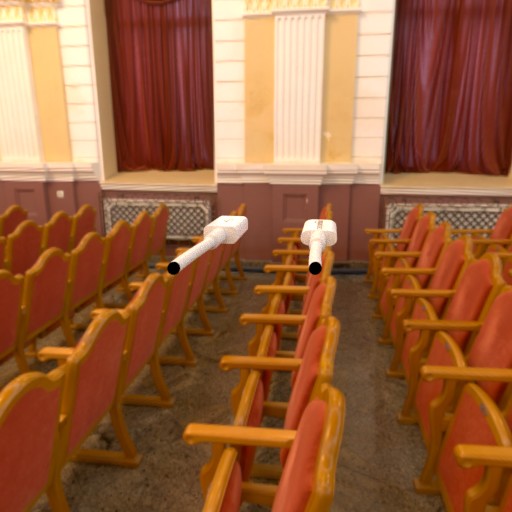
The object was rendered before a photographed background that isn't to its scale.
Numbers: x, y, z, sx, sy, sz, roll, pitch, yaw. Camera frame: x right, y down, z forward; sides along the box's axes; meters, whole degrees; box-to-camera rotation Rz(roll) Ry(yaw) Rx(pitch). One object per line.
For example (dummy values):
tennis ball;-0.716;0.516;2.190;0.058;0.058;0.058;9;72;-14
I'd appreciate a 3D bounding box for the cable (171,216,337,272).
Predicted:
cable;0.000;0.000;0.111;0.040;0.006;0.098;2;15;9
